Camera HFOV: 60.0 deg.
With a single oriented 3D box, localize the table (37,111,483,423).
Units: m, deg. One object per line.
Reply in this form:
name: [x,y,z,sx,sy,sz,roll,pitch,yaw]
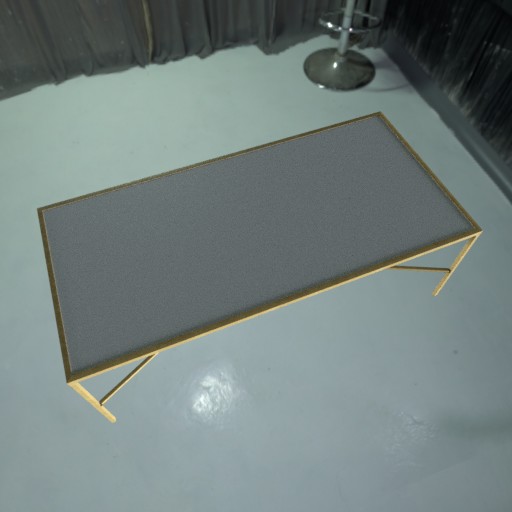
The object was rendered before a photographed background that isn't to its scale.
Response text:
table: [0.000,0.000,1.493,1.206,0.398,0.580,-19,58,-12]
